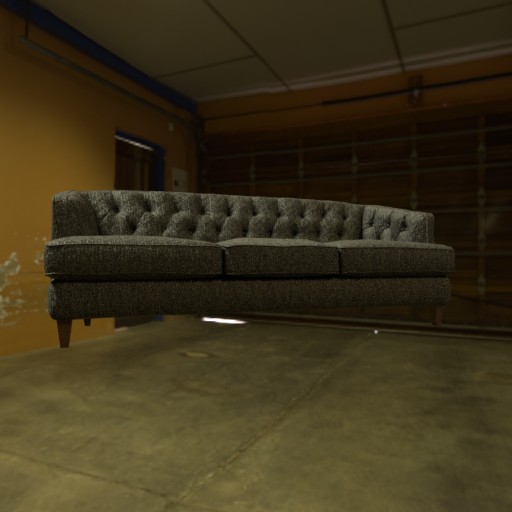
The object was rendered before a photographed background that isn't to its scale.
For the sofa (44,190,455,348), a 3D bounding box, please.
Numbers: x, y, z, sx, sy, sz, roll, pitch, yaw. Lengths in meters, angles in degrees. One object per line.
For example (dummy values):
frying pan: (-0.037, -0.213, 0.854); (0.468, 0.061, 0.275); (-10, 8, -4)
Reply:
sofa: (0.000, 0.000, 2.716); (2.278, 0.855, 0.941); (0, -1, -19)
